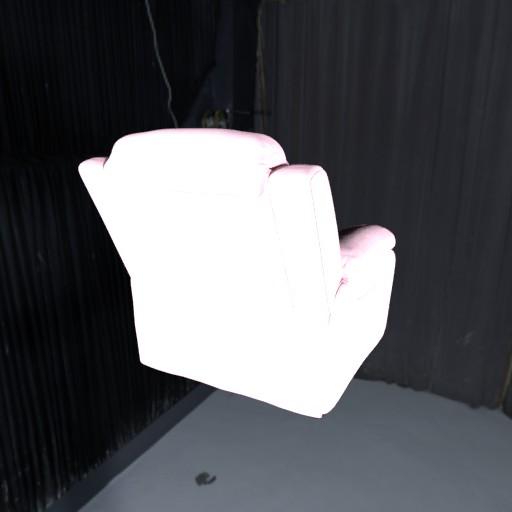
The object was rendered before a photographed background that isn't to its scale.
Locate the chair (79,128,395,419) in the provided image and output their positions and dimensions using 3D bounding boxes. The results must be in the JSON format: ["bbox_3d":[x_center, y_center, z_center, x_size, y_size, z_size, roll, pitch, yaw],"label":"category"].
[{"bbox_3d":[0.000,0.000,1.274,0.680,0.702,0.709,8,18,27],"label":"chair"}]
